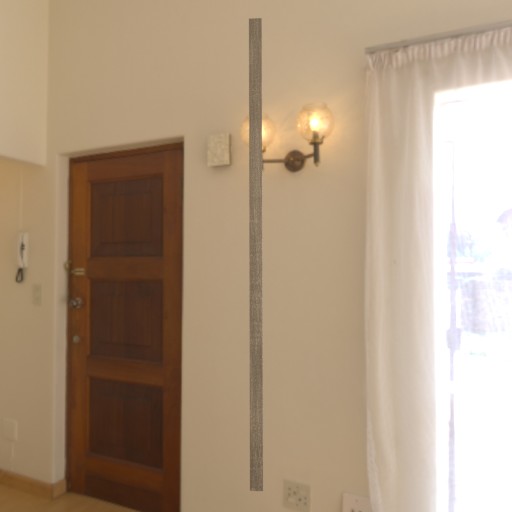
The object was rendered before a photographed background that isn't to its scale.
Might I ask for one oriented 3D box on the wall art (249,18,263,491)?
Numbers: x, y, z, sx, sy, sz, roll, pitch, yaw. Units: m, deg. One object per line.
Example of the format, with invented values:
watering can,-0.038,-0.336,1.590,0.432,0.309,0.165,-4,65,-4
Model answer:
wall art,0.000,0.000,1.348,0.035,1.022,0.781,0,-1,0
